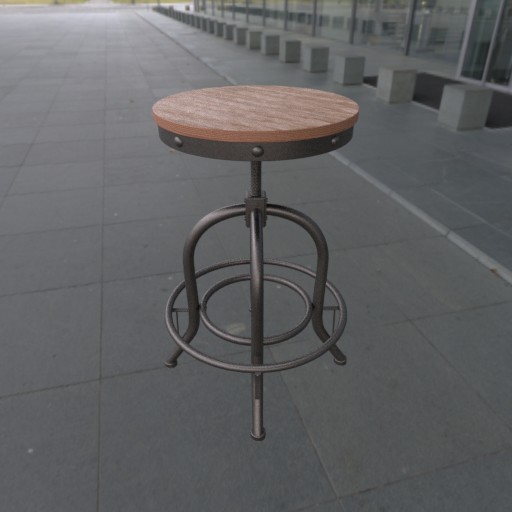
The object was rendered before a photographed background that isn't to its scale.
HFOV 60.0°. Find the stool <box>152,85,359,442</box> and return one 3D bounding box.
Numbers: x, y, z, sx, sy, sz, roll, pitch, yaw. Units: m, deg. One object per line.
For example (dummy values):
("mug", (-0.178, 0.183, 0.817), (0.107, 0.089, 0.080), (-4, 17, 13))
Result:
("stool", (0.000, 0.000, 0.917), (0.439, 0.609, 0.439), (-1, 31, -1))
